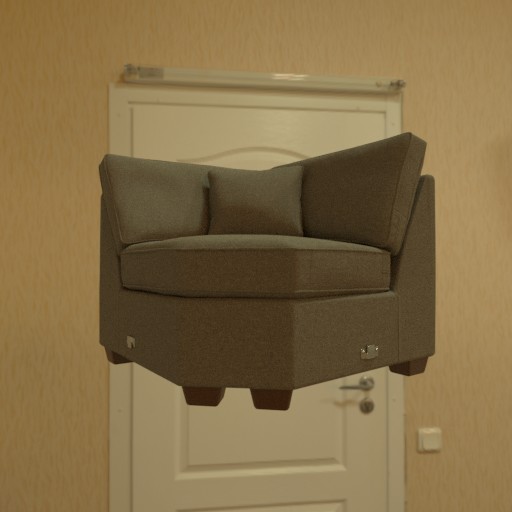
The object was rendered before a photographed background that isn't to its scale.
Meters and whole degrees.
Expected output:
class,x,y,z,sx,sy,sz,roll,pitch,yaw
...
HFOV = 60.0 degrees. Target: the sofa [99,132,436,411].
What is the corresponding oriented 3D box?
class,x,y,z,sx,sy,sz,roll,pitch,yaw
sofa,0.000,0.000,1.863,1.050,0.951,1.042,0,-1,-36
